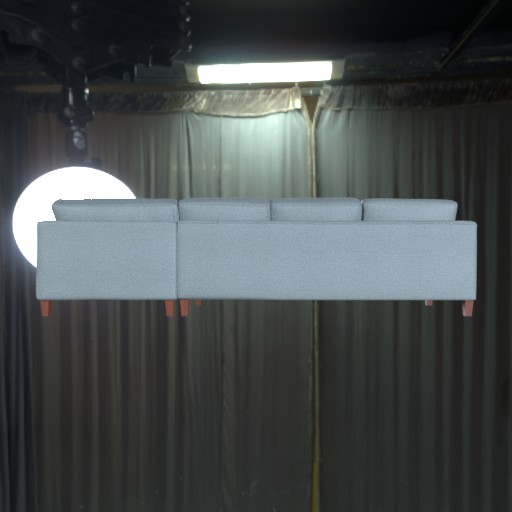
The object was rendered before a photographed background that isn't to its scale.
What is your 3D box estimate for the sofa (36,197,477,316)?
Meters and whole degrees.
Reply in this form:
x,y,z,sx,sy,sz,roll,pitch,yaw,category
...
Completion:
x,y,z,sx,sy,sz,roll,pitch,yaw,category
0.000,0.000,4.215,3.471,0.950,1.604,0,0,0,sofa
